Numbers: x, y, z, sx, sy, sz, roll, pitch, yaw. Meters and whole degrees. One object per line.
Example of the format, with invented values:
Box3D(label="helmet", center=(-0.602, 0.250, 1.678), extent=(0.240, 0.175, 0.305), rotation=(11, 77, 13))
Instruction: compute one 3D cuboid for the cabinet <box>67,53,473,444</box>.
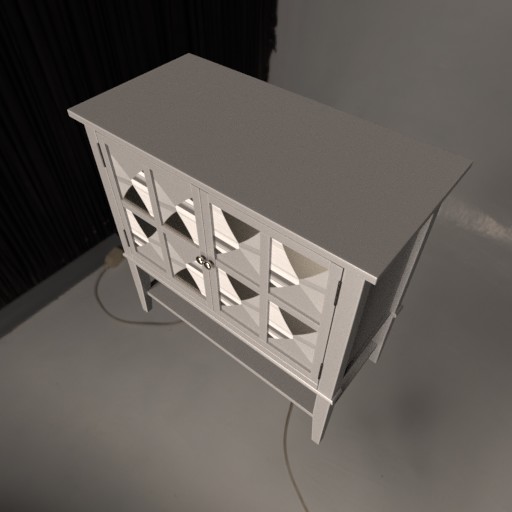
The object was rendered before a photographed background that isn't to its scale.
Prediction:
Box3D(label="cabinet", center=(0.000, 0.000, 1.240), extent=(0.801, 0.780, 0.396), rotation=(31, 54, 25))
